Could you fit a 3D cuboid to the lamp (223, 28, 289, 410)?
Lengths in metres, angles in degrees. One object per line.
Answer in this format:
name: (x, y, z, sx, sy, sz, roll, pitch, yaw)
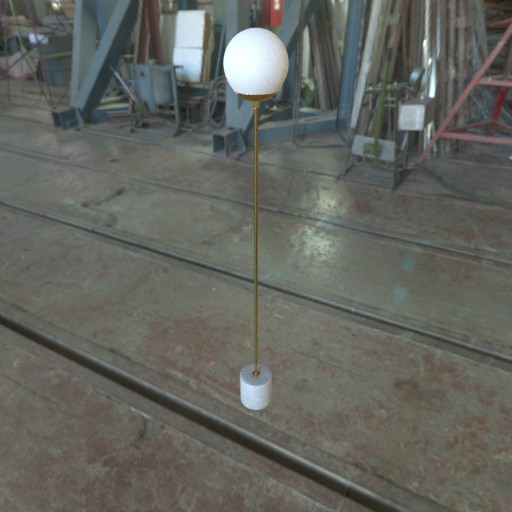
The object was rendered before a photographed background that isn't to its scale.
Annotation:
lamp: (0.000, 0.000, 1.912, 0.224, 1.753, 0.224, -8, 32, -14)
